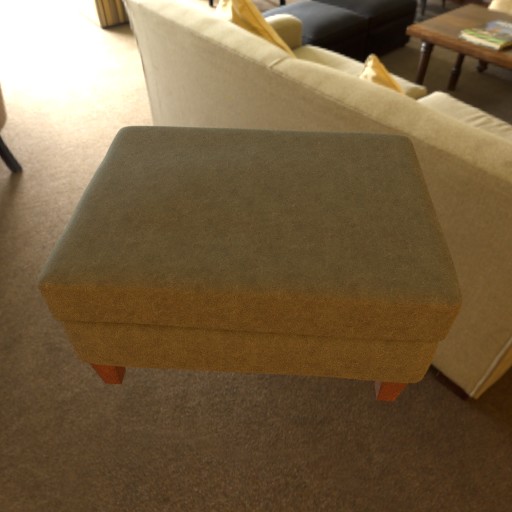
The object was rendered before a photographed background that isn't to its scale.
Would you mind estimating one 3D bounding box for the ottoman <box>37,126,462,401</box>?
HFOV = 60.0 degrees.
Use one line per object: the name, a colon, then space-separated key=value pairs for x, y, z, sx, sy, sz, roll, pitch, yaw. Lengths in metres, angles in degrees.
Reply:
ottoman: x=0.000 y=0.000 z=1.203 sx=0.839 sy=0.464 sz=0.639 roll=3 pitch=46 yaw=3
